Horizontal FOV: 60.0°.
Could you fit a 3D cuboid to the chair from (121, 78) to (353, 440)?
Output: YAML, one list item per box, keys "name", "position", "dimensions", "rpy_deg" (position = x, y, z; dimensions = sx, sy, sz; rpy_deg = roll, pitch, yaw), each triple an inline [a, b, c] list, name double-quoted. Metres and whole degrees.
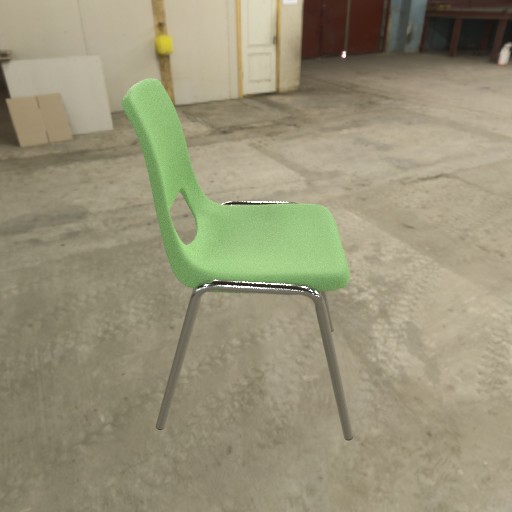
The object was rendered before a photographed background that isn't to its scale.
- name: "chair"
  position: [0.000, 0.000, 0.955]
  dimensions: [0.436, 0.704, 0.381]
  rpy_deg: [1, 30, 2]
